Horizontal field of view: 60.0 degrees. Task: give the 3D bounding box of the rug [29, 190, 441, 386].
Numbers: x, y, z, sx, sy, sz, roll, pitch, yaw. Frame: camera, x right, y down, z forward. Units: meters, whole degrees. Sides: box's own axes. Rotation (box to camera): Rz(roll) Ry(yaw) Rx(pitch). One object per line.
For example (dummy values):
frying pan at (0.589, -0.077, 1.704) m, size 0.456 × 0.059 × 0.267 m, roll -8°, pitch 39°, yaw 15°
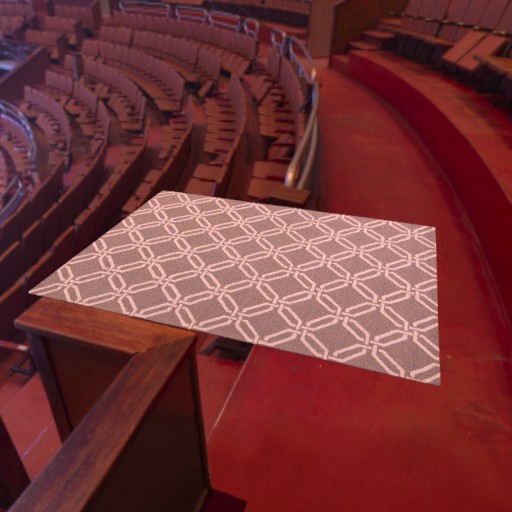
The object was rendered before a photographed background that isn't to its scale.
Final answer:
rug at (0.000, 0.000, 4.421) m, size 3.419 × 0.020 × 2.441 m, roll 10°, pitch 32°, yaw 16°
